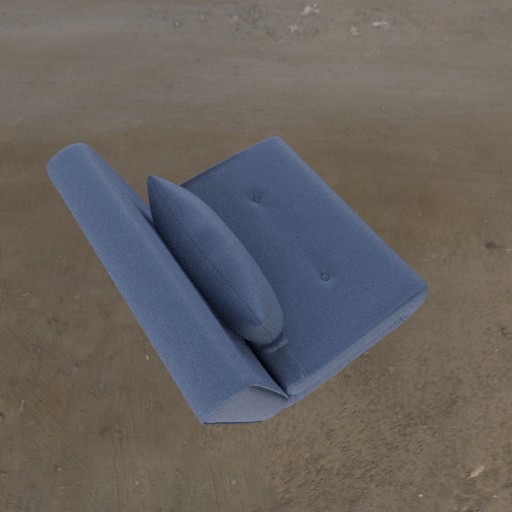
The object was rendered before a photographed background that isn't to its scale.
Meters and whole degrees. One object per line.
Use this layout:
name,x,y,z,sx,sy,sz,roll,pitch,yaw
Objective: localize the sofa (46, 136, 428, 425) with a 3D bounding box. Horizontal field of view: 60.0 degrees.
sofa,0.000,0.000,1.712,0.996,0.860,0.999,-31,65,-17
